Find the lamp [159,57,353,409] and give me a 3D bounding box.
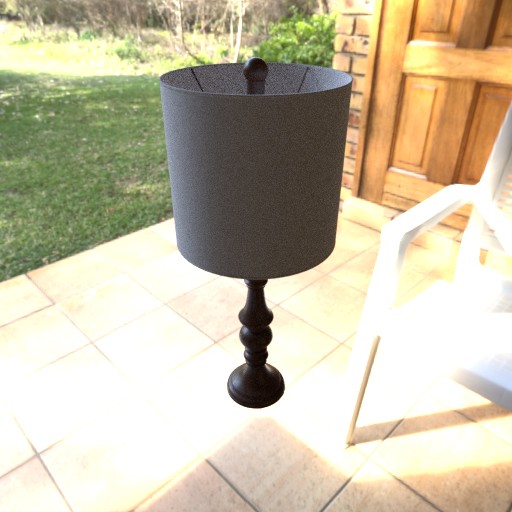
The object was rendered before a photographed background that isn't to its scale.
[{"bbox_3d":[0.000,0.000,0.724,0.250,0.597,0.250,23,38,33],"label":"lamp"}]
